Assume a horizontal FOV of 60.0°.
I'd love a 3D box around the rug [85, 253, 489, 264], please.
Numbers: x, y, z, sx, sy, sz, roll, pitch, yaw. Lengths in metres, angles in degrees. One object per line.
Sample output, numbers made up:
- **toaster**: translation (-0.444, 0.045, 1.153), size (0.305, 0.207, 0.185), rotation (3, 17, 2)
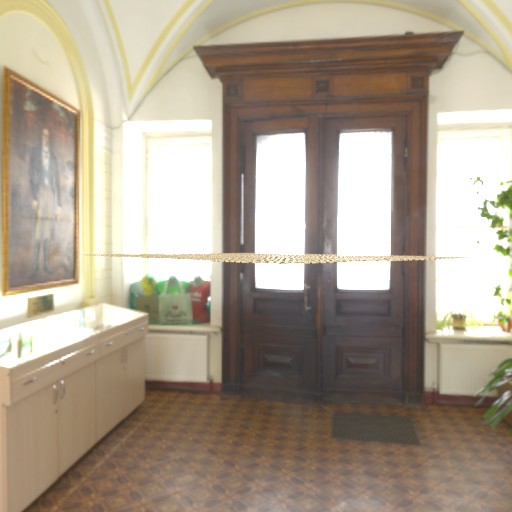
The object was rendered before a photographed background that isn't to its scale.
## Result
- **rug**: translation (0.000, 0.000, 2.225), size (1.177, 0.004, 1.750), rotation (-1, 1, -37)
